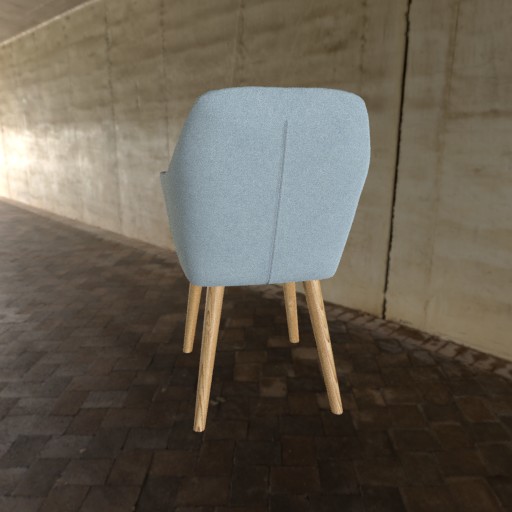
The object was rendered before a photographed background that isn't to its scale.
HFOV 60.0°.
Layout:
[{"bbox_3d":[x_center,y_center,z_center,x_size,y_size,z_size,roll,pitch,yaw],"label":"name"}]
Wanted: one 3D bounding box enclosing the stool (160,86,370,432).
[{"bbox_3d":[0.000,0.000,1.237,0.503,0.830,0.590,-3,15,-11],"label":"stool"}]
